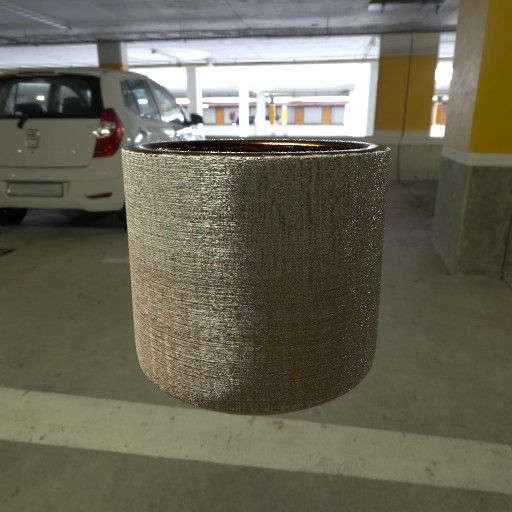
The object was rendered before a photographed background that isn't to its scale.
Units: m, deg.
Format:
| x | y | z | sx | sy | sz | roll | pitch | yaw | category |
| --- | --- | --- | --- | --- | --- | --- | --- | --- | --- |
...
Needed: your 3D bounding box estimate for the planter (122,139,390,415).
| x | y | z | sx | sy | sz | roll | pitch | yaw | category |
| --- | --- | --- | --- | --- | --- | --- | --- | --- | --- |
| 0.000 | 0.000 | 0.321 | 0.177 | 0.157 | 0.177 | 0 | 17 | 0 | planter |
